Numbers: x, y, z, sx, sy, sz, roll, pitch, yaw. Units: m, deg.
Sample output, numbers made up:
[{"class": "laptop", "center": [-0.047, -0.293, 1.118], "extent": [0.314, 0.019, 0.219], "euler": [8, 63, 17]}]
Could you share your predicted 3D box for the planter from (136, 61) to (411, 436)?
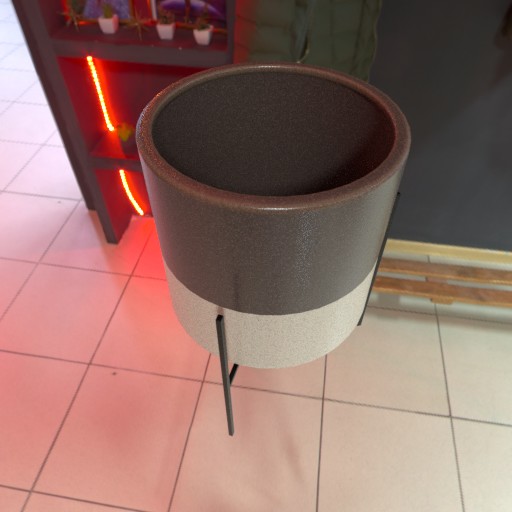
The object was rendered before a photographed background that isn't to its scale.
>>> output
[{"class": "planter", "center": [0.000, 0.000, 0.510], "extent": [0.260, 0.353, 0.250], "euler": [33, 55, 27]}]
